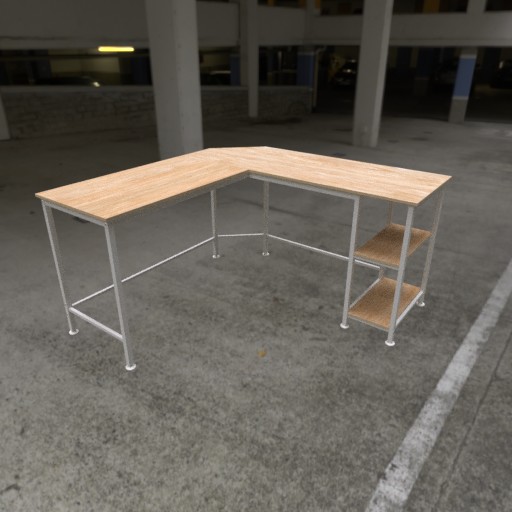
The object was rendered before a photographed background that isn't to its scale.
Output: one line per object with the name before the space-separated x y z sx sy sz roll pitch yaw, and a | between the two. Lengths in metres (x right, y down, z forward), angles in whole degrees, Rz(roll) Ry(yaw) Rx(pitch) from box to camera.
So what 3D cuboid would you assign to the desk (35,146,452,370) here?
desk | 0.000 0.000 2.222 1.379 0.739 1.379 18 31 33
